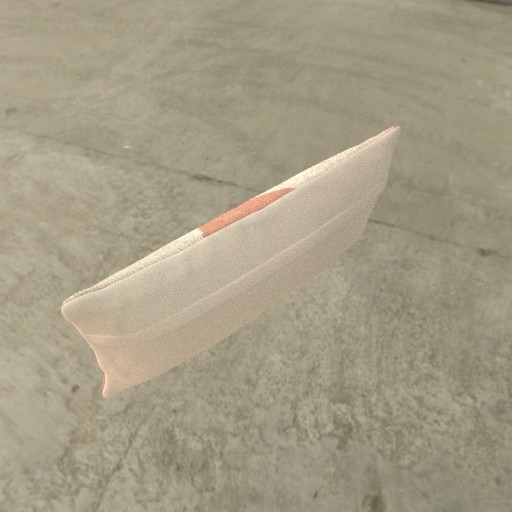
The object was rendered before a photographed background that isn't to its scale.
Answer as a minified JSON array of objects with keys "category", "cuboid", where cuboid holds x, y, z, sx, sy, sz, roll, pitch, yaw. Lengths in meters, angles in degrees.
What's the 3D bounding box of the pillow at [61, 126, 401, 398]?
[{"category":"pillow","cuboid":[0.000,0.000,0.738,0.609,0.292,0.155,-32,54,-26]}]
